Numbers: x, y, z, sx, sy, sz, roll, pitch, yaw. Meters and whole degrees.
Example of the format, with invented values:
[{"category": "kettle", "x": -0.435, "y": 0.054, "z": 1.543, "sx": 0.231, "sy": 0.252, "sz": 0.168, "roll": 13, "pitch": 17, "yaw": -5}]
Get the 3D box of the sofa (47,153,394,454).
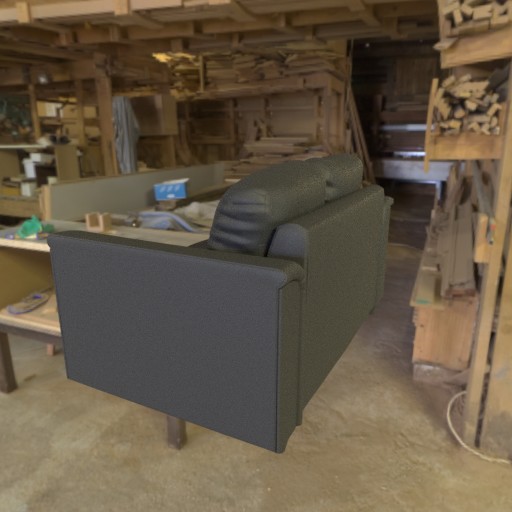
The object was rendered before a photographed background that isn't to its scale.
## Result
[{"category": "sofa", "x": 0.000, "y": 0.000, "z": 1.936, "sx": 0.887, "sy": 0.845, "sz": 1.386, "roll": 8, "pitch": 18, "yaw": 26}]
